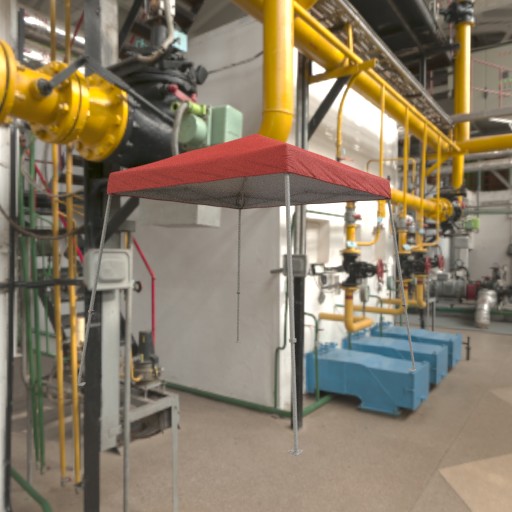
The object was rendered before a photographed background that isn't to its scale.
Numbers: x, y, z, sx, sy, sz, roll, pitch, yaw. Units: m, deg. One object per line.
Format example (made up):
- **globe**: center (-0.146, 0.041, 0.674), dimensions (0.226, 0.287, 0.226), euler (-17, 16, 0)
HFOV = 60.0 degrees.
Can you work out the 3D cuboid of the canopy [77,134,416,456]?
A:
- **canopy**: center (0.000, 0.000, 6.568), dimensions (3.600, 3.600, 3.599), euler (1, 1, 36)
